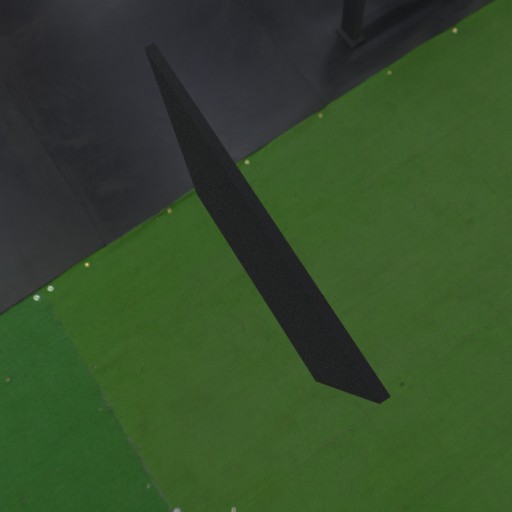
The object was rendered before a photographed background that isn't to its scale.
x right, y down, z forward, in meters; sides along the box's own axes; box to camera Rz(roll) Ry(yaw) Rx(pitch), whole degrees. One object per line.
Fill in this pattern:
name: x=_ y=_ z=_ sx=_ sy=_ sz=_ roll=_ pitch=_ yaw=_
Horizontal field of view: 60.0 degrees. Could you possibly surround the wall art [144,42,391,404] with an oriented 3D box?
wall art: x=0.000 y=0.000 z=0.683 sx=0.013 sy=0.458 sz=0.456 roll=-31 pitch=79 yaw=-7
